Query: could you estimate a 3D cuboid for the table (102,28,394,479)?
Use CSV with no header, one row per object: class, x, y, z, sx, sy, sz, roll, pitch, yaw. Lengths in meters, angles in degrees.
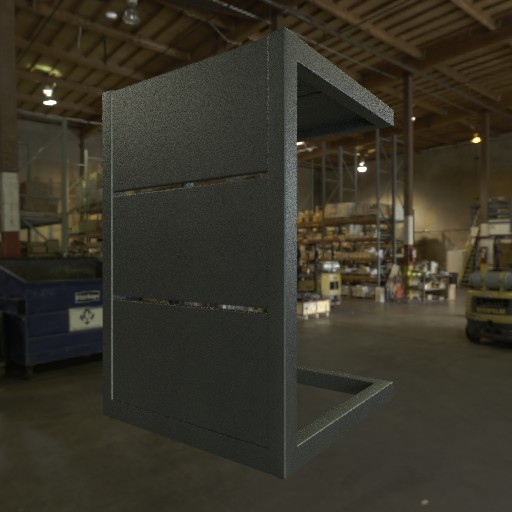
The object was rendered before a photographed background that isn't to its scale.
table,0.000,0.000,0.877,0.405,0.609,0.420,0,0,36
